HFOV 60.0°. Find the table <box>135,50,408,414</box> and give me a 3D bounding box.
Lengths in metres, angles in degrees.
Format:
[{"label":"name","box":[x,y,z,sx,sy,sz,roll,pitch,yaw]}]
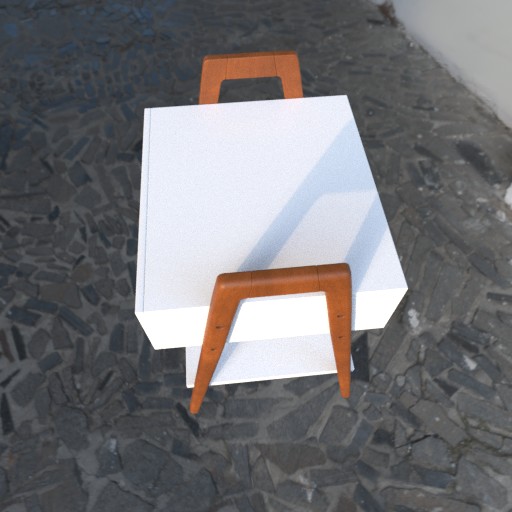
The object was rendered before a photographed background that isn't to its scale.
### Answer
[{"label":"table","box":[0.000,0.000,0.903,0.405,0.610,0.457,-5,58,-3]}]
